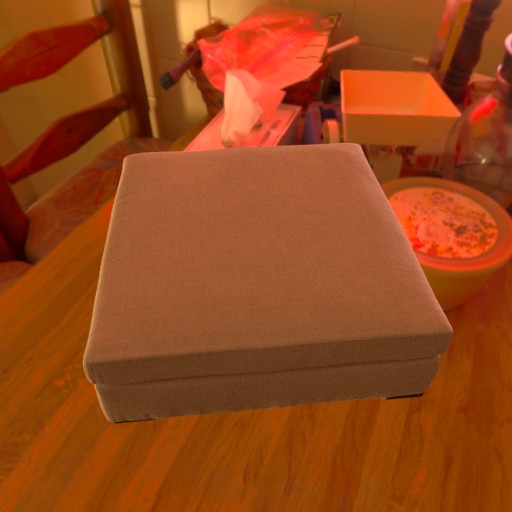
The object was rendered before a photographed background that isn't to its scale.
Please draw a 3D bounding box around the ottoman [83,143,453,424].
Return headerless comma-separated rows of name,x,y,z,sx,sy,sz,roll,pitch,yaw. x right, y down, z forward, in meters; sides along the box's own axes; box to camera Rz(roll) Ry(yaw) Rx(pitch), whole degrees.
ottoman,0.000,0.000,1.849,1.203,0.517,1.171,-4,45,-4
